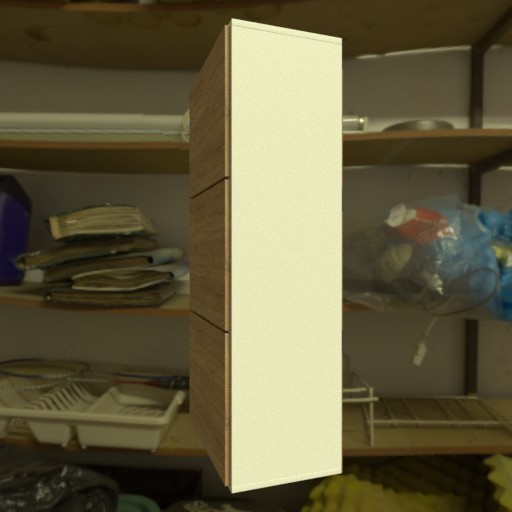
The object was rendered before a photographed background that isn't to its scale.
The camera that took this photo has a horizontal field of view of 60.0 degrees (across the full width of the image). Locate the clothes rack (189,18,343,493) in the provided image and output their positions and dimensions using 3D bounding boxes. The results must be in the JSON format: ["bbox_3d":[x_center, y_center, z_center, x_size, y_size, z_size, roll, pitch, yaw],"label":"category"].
[{"bbox_3d":[0.000,0.000,1.393,0.331,1.187,0.500,0,0,-19],"label":"clothes rack"}]
